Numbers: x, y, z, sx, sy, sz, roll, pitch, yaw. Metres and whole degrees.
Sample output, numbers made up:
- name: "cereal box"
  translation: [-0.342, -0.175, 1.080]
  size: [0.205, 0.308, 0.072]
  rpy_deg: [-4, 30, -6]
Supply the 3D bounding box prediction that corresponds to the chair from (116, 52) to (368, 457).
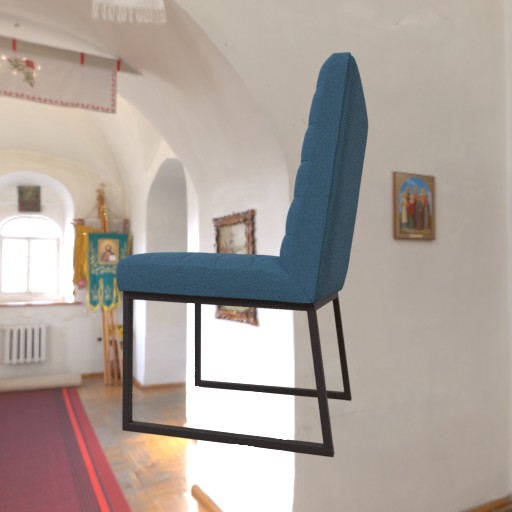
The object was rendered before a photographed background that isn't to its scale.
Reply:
- name: "chair"
  translation: [0.000, 0.000, 1.314]
  size: [0.634, 0.930, 0.520]
  rpy_deg: [0, -1, 17]
